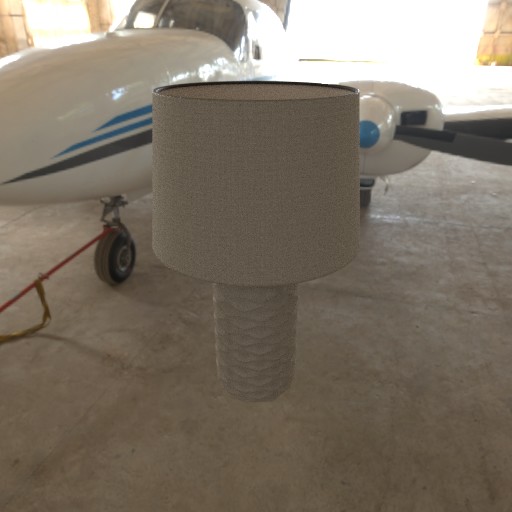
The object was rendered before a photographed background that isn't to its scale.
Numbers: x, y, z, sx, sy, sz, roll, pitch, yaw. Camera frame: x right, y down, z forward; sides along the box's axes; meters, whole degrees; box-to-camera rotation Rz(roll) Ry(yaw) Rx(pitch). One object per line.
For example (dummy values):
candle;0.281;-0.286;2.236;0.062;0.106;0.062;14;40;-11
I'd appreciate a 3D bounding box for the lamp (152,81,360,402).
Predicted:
lamp;0.000;0.000;0.837;0.376;0.594;0.376;0;26;0
